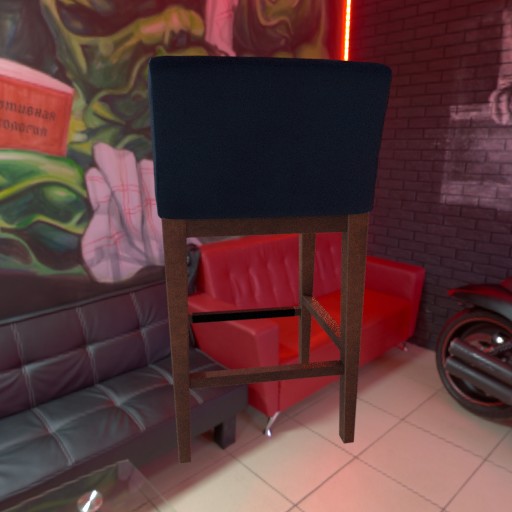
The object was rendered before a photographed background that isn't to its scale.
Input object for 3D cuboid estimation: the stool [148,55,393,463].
[{"bbox_3d":[0.000,0.000,1.223,0.511,0.945,0.516,-3,15,-10],"label":"stool"}]
